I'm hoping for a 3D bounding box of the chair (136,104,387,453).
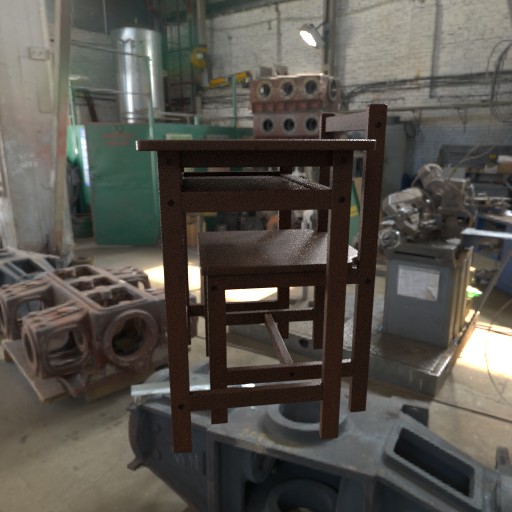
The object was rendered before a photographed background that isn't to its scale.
[{"bbox_3d":[0.000,0.000,1.064,0.463,0.673,0.599,-2,15,-8],"label":"chair"}]
